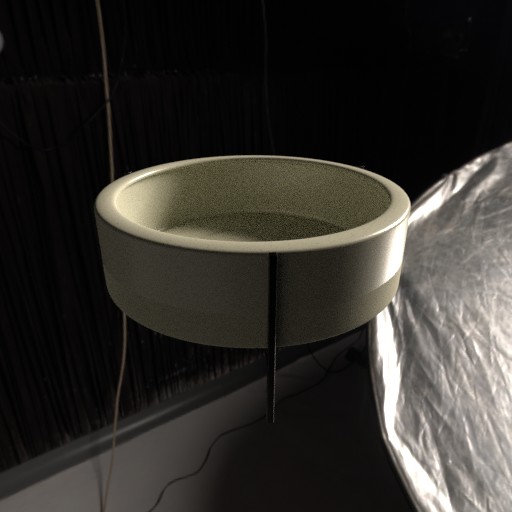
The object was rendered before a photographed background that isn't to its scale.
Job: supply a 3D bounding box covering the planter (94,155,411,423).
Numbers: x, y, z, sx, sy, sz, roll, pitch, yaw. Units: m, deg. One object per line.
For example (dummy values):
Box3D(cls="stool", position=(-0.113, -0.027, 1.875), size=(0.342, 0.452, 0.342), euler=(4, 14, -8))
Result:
Box3D(cls="planter", position=(0.000, 0.000, 0.530), size=(0.345, 0.171, 0.336), euler=(-17, 30, -32))
